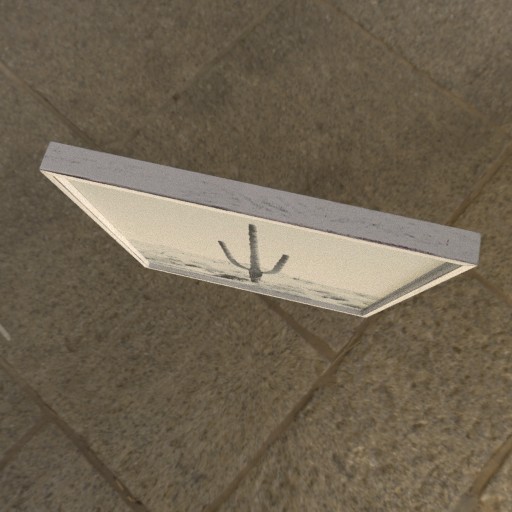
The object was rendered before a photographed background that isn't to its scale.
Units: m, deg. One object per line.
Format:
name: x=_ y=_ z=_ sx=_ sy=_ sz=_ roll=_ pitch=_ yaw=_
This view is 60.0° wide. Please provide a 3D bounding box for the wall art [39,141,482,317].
wall art: x=0.000 y=0.000 z=0.750 sx=0.508 sy=0.508 sz=0.038 roll=13 pitch=76 yaw=3
